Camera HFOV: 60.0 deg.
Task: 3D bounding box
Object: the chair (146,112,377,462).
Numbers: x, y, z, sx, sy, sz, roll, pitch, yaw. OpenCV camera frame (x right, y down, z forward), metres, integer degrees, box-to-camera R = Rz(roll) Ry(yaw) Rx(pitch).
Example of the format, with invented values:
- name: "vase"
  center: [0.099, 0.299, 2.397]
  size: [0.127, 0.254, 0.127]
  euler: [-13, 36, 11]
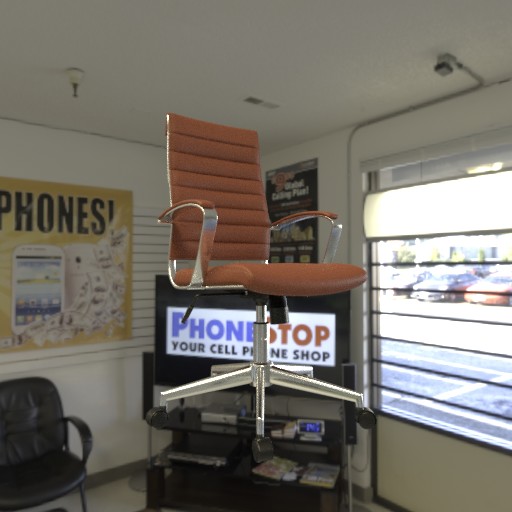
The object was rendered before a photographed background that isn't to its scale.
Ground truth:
- name: "chair"
  center: [0.000, 0.000, 1.632]
  size: [0.766, 1.149, 0.739]
  euler: [1, -1, -35]
